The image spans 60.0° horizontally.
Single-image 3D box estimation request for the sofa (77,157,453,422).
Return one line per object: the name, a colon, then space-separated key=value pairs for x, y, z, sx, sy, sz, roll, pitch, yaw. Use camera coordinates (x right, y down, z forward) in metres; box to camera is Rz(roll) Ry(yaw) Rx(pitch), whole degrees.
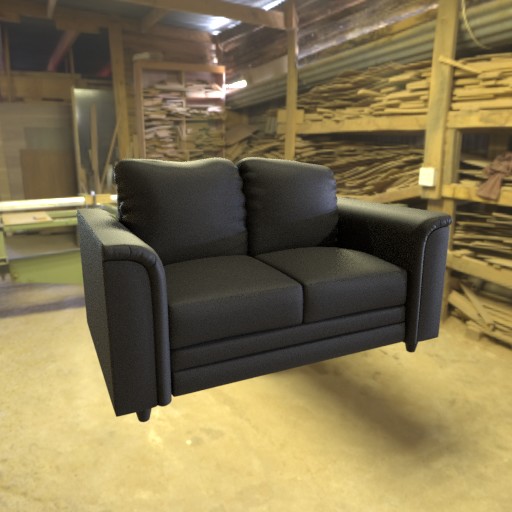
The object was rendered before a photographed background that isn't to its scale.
sofa: x=0.000 y=0.000 z=1.961 sx=1.386 sy=0.845 sz=0.887 roll=-6 pitch=15 yaw=-25
